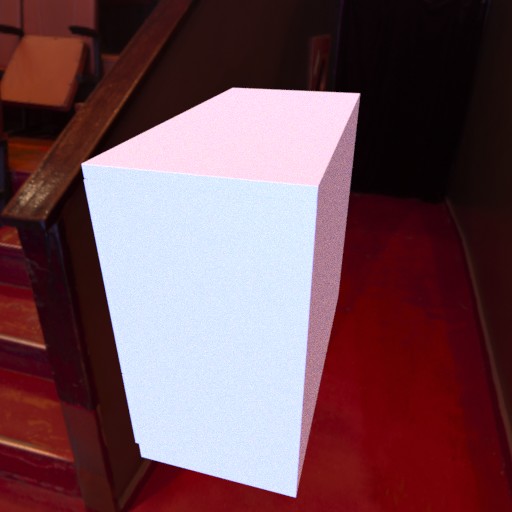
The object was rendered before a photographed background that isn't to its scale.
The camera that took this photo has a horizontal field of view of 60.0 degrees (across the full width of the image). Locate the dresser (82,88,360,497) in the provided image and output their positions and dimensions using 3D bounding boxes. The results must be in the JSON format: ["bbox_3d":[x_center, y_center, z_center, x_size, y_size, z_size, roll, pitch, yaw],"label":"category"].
[{"bbox_3d":[0.000,0.000,1.217,0.420,0.740,0.830,8,30,14],"label":"dresser"}]
